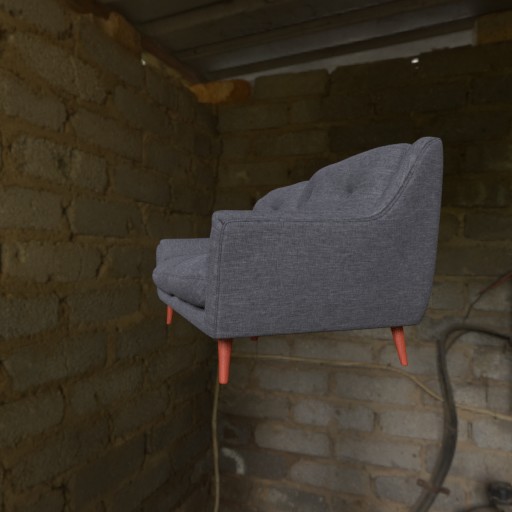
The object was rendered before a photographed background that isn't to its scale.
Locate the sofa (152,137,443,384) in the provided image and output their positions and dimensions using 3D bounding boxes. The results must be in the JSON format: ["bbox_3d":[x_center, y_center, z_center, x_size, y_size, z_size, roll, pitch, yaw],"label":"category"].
[{"bbox_3d":[0.000,0.000,2.356,0.975,0.896,1.929,0,-1,-18],"label":"sofa"}]
